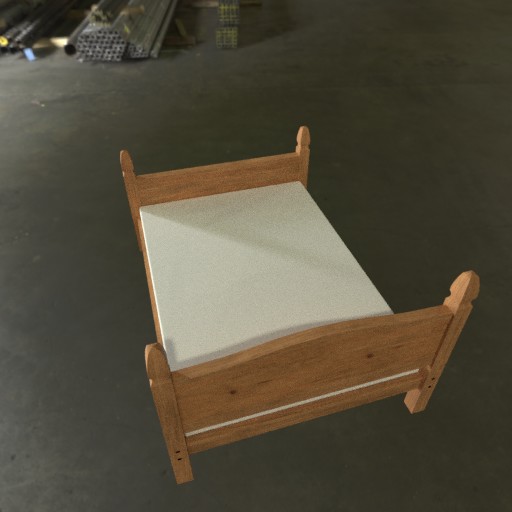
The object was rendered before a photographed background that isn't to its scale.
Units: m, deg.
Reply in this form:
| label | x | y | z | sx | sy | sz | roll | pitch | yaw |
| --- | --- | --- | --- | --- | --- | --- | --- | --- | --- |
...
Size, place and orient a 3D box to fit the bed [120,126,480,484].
| label | x | y | z | sx | sy | sz | roll | pitch | yaw |
| --- | --- | --- | --- | --- | --- | --- | --- | --- | --- |
| bed | 0.000 | 0.000 | 2.882 | 1.490 | 1.100 | 2.069 | -11 | 42 | -13 |
